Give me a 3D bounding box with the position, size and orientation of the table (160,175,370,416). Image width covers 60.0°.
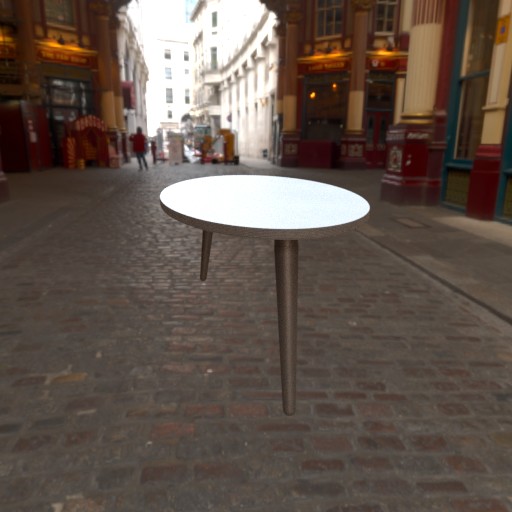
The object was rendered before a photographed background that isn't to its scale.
[{"bbox_3d":[0.000,0.000,1.337,0.542,0.390,1.083,-2,15,-7],"label":"table"}]
